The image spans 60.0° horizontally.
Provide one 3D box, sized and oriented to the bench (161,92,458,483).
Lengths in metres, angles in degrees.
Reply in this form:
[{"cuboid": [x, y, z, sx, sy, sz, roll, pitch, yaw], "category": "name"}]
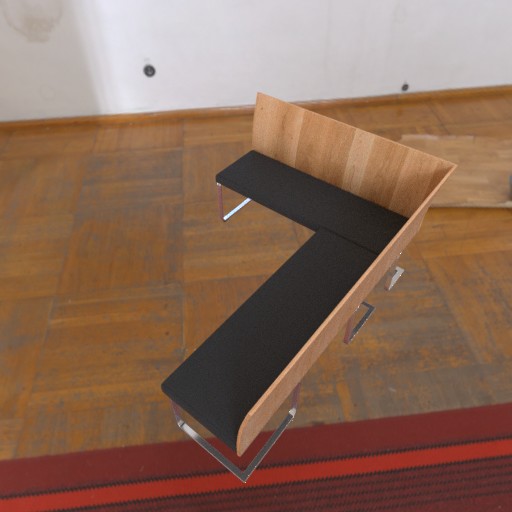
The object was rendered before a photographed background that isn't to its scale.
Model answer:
[{"cuboid": [0.000, 0.000, 2.738, 1.495, 0.930, 1.945, 30, 53, 25], "category": "bench"}]
